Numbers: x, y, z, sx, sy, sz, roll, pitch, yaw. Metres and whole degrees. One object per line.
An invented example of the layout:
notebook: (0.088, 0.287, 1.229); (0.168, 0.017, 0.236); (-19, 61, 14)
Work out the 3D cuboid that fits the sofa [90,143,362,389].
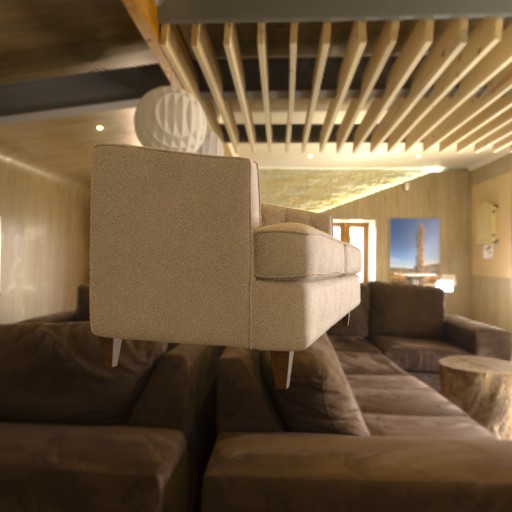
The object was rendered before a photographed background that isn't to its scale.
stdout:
sofa: (0.000, 0.000, 2.278); (0.940, 0.878, 1.731); (0, -2, 19)
